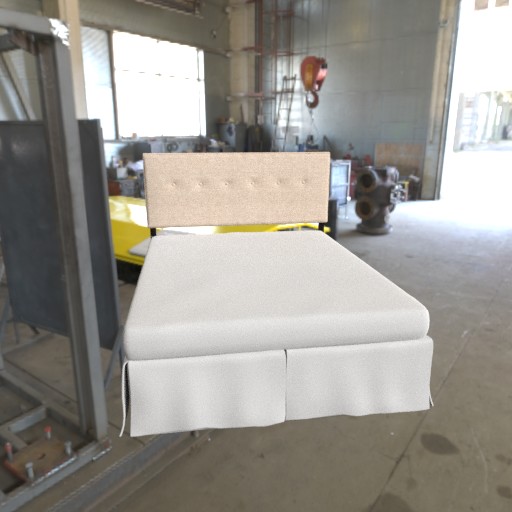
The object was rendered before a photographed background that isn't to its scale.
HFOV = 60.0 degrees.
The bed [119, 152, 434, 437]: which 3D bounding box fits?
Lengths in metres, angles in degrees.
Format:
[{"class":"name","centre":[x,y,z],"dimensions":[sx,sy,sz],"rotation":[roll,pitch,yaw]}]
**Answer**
[{"class":"bed","centre":[0.000,0.000,2.984],"dimensions":[1.643,1.270,1.978],"rotation":[-2,16,-9]}]
